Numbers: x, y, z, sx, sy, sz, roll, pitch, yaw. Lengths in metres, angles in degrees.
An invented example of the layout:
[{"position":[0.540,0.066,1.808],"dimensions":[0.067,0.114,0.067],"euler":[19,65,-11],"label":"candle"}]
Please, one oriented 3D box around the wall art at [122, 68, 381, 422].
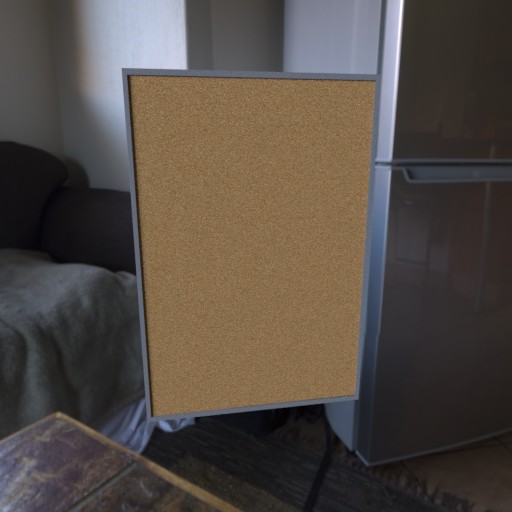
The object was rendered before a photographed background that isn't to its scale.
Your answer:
[{"position":[0.000,0.000,0.976],"dimensions":[0.511,0.753,0.039],"euler":[-3,15,-10],"label":"wall art"}]
